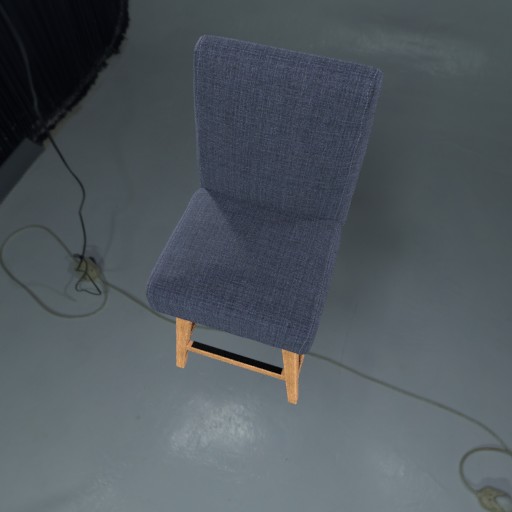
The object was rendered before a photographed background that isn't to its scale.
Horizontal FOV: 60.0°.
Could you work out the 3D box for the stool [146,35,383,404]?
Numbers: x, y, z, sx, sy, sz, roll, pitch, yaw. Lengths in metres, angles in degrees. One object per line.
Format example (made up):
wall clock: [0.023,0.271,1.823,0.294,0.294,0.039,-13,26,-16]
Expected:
stool: [0.000,0.000,1.296,0.459,1.010,0.526,15,60,9]
